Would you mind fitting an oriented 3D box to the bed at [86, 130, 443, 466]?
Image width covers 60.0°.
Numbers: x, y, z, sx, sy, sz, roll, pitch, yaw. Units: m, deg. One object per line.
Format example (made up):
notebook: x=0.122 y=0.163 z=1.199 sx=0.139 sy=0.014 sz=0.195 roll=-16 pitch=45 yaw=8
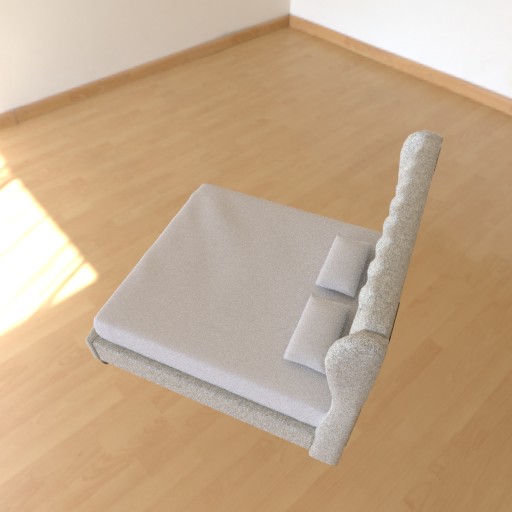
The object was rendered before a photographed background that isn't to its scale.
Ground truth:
bed: x=0.000 y=0.000 z=3.809 sx=2.347 sy=1.771 sz=2.219 roll=18 pitch=50 yaw=15
